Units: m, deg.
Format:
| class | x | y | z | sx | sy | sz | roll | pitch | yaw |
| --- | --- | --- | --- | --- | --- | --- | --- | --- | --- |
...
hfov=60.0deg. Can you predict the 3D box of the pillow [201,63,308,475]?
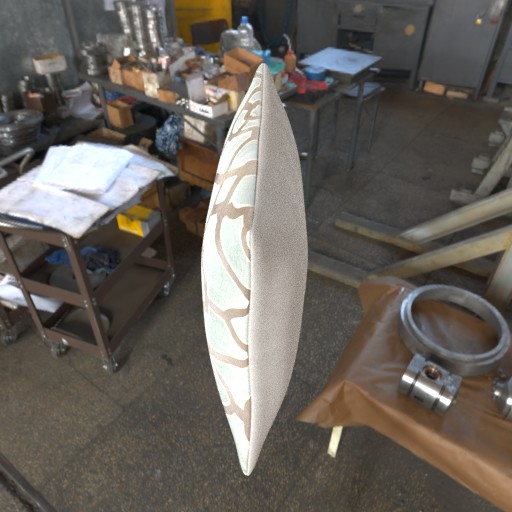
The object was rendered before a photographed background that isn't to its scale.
| class | x | y | z | sx | sy | sz | roll | pitch | yaw |
| --- | --- | --- | --- | --- | --- | --- | --- | --- | --- |
| pillow | 0.000 | 0.000 | 0.794 | 0.166 | 0.508 | 0.552 | 1 | 39 | 2 |
